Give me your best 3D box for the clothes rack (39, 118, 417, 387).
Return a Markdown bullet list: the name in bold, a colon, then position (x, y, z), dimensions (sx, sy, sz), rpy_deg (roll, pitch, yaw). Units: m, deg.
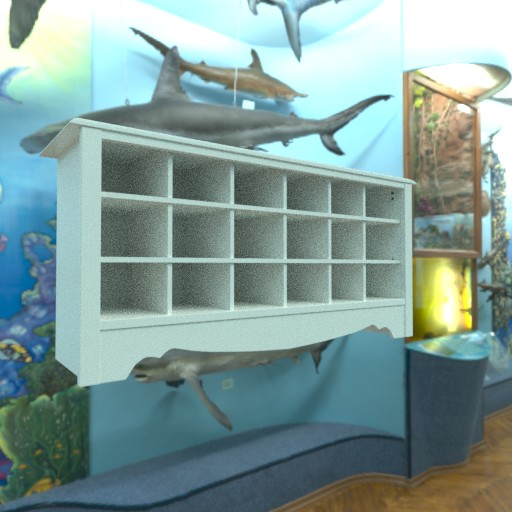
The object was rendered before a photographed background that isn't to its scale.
- **clothes rack**: position (0.000, 0.000, 1.312), dimensions (1.120, 0.531, 0.324), rpy_deg (1, -1, -36)
